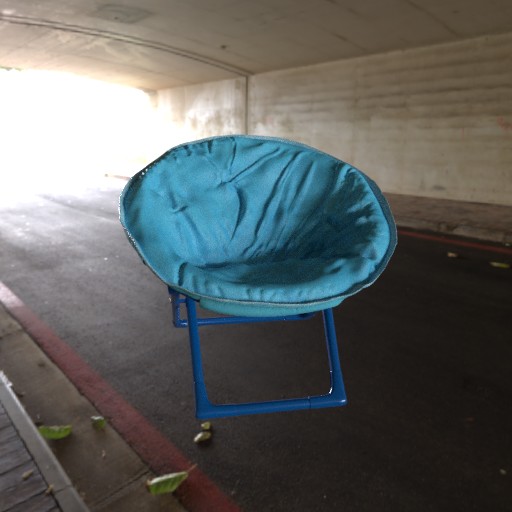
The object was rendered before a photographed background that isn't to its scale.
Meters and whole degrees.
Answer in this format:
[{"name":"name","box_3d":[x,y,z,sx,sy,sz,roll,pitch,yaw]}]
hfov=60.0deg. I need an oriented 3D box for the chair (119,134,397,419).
[{"name":"chair","box_3d":[0.000,0.000,0.902,0.520,0.478,0.465,-2,15,-9]}]
